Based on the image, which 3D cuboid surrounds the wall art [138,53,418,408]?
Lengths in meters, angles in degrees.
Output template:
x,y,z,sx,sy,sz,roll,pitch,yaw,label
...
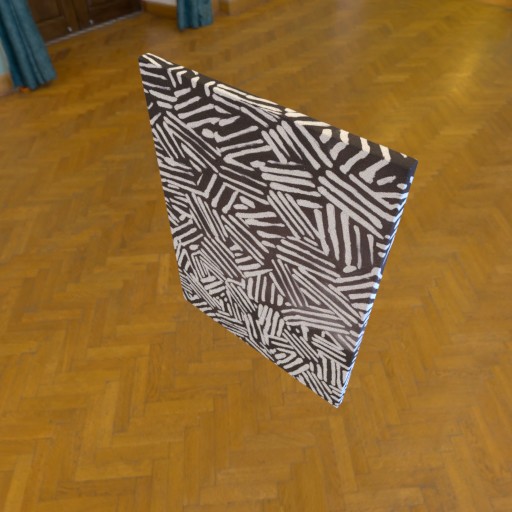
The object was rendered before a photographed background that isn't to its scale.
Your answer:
x,y,z,sx,sy,sz,roll,pitch,yaw,label
0.000,0.000,1.360,0.765,1.017,0.038,31,54,26,wall art
